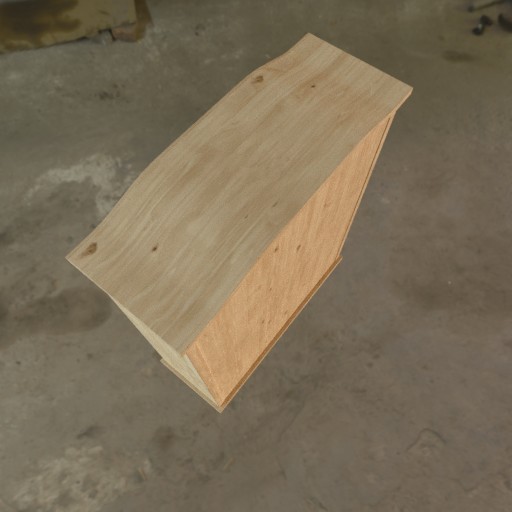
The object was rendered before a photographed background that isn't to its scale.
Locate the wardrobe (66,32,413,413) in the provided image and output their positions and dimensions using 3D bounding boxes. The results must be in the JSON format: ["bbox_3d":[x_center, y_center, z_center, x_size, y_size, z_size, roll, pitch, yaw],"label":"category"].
[{"bbox_3d":[0.000,0.000,2.549,0.570,1.870,1.500,36,70,15],"label":"wardrobe"}]
